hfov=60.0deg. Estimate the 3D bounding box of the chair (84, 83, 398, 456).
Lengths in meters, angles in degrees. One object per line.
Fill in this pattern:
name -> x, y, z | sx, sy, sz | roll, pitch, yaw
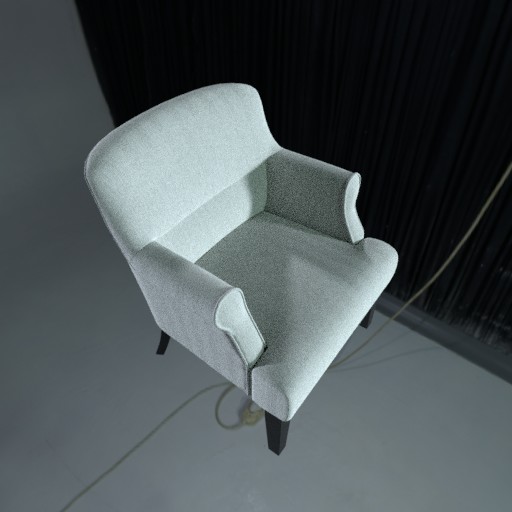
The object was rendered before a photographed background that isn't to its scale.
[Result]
chair -> 0.000, 0.000, 1.483 | 0.750, 0.875, 0.781 | 26, 48, 26
